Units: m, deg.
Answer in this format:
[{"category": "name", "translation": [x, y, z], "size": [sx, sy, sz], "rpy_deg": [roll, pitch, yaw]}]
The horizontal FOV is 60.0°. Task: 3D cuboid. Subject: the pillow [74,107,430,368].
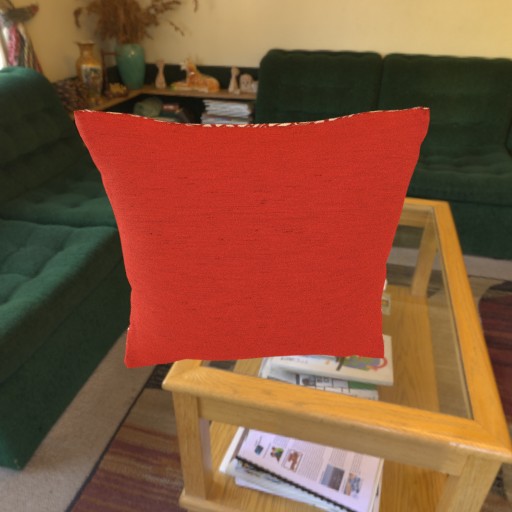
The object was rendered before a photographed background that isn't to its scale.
[{"category": "pillow", "translation": [0.000, 0.000, 0.646], "size": [0.438, 0.419, 0.162], "rpy_deg": [-1, 31, -2]}]
